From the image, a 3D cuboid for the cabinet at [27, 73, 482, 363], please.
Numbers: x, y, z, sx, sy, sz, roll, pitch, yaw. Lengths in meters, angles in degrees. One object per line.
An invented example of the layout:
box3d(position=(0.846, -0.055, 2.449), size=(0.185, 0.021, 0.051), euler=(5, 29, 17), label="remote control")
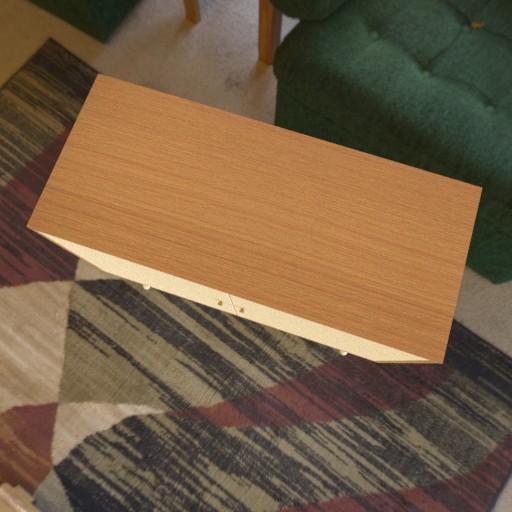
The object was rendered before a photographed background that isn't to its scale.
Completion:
box3d(position=(0.000, 0.000, 1.607), size=(1.057, 1.016, 0.470), euler=(18, 77, 4), label="cabinet")
